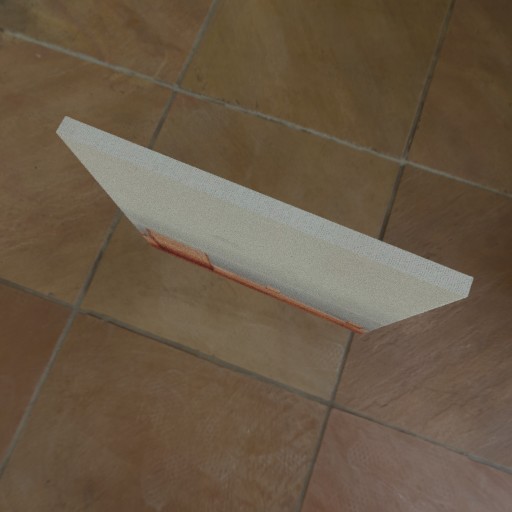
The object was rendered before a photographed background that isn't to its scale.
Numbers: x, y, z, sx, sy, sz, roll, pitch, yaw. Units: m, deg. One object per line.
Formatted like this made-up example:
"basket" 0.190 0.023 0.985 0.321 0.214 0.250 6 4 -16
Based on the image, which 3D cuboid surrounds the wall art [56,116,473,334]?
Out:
"wall art" 0.000 0.000 0.600 0.405 0.405 0.023 22 77 6
